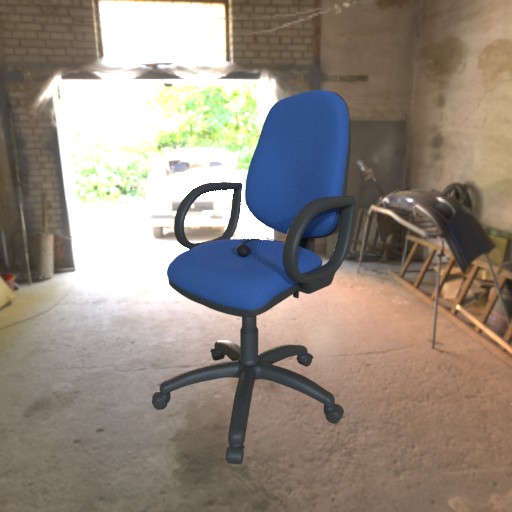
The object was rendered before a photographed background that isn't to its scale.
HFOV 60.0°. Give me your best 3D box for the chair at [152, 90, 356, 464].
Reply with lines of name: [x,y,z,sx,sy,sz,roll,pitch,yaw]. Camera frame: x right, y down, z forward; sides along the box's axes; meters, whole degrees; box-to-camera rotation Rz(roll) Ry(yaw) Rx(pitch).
chair: [0.000,0.000,1.259,0.552,0.905,0.549,15,22,42]
